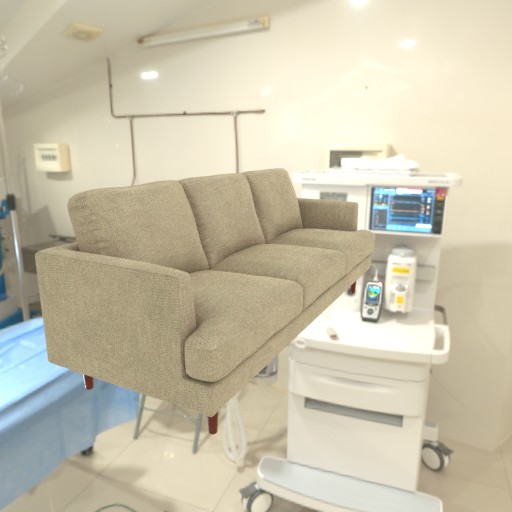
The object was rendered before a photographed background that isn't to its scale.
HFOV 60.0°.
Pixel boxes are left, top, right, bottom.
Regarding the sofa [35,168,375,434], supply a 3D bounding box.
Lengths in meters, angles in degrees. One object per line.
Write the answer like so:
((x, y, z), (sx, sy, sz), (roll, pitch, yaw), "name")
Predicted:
((0.000, 0.000, 2.623), (0.903, 0.930, 2.246), (8, 16, 27), "sofa")
